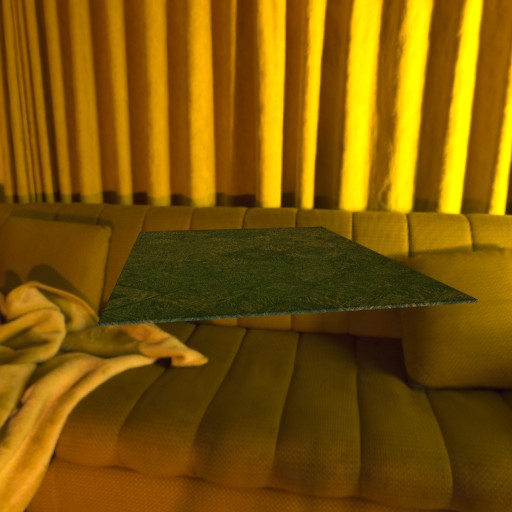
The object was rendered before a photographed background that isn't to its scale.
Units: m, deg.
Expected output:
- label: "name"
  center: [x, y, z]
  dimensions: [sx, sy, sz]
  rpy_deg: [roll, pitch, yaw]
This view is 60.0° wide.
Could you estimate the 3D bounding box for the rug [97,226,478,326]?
- label: "rug"
  center: [0.000, 0.000, 4.262]
  dimensions: [2.405, 0.027, 3.217]
  rpy_deg: [-2, 13, -10]
